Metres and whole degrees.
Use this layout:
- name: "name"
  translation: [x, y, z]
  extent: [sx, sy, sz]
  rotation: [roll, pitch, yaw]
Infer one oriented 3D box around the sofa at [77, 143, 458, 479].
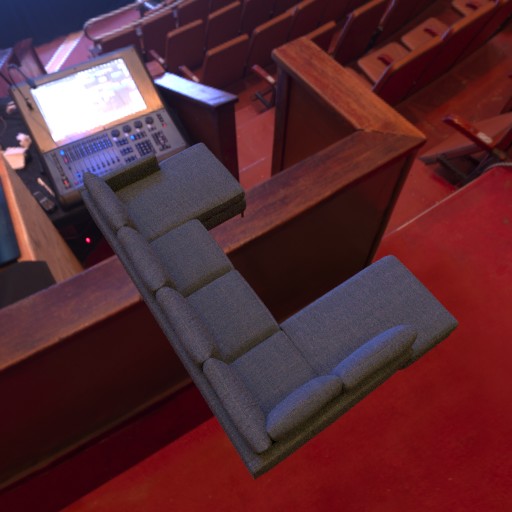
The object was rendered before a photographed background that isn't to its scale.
- name: "sofa"
  translation: [0.000, 0.000, 3.634]
  extent: [1.879, 0.753, 2.737]
  rotation: [-30, 63, -17]
